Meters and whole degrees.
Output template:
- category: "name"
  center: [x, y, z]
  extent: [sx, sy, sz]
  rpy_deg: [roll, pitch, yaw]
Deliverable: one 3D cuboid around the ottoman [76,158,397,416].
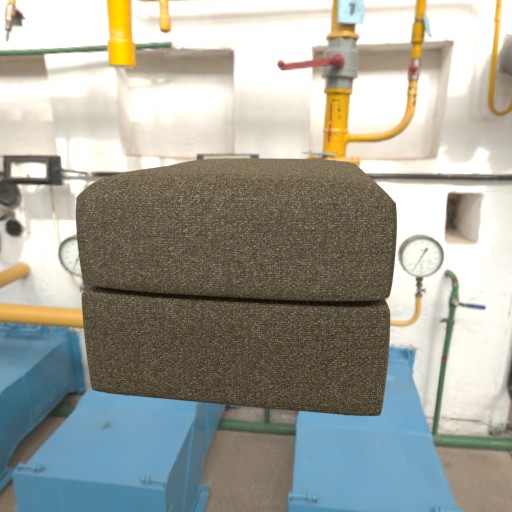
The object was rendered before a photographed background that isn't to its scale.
- category: "ottoman"
  center: [0.000, 0.000, 1.146]
  extent: [0.598, 0.476, 0.742]
  rpy_deg: [2, 15, 8]
